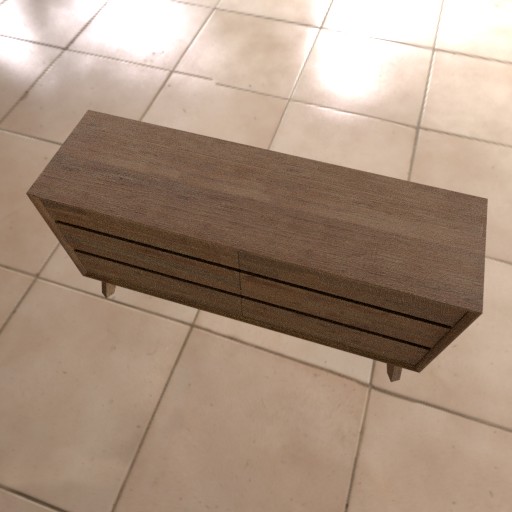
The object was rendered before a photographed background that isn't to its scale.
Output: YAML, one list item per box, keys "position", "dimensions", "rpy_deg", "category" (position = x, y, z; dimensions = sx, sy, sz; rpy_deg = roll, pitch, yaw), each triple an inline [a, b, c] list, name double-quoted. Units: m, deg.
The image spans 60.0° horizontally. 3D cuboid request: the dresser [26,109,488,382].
- position: [0.000, 0.000, 1.896]
  dimensions: [1.554, 0.805, 0.455]
  rpy_deg: [15, 60, 9]
  category: "dresser"
